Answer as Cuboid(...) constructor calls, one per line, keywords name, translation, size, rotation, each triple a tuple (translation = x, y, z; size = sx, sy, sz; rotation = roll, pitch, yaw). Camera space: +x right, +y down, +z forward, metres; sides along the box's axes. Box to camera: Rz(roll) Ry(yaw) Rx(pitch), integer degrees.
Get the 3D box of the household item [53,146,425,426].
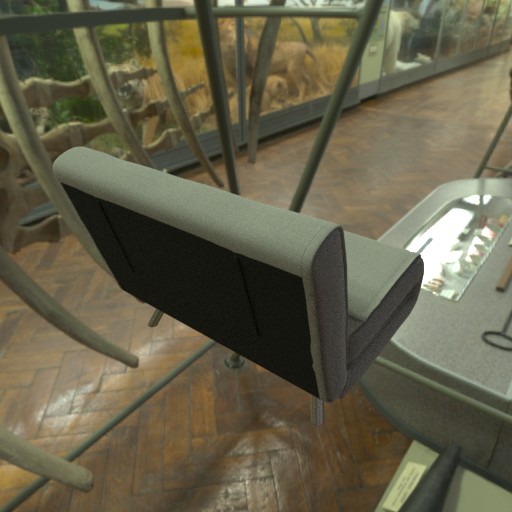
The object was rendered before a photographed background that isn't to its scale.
Cuboid(name="household item", translation=(0.000, 0.000, 1.627), size=(1.000, 0.800, 0.874), rotation=(21, 36, 32))
